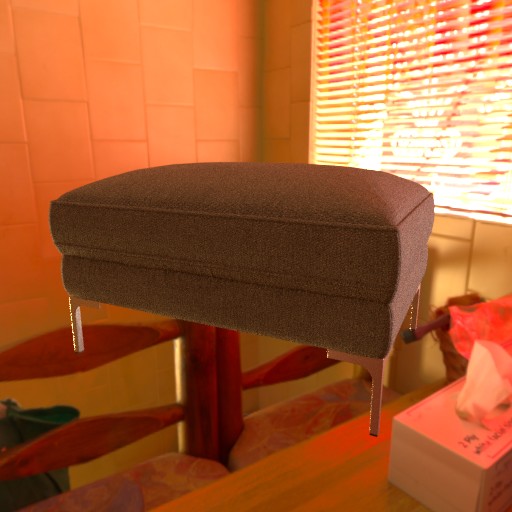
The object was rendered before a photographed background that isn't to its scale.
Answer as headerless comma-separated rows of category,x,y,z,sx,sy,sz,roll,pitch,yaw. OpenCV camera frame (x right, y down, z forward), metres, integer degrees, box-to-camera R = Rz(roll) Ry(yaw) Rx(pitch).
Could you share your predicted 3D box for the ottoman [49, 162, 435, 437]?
ottoman,0.000,0.000,1.128,0.785,0.464,0.583,7,16,25
